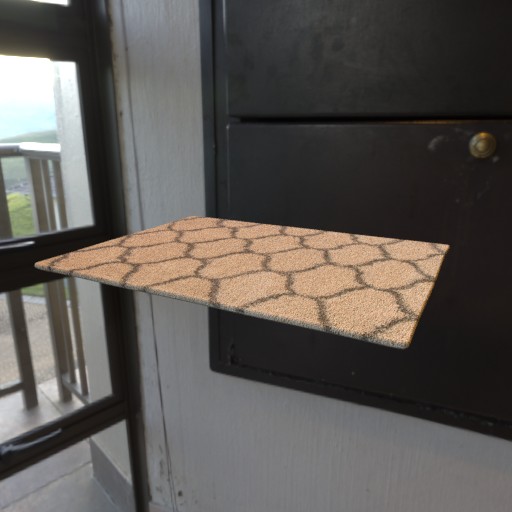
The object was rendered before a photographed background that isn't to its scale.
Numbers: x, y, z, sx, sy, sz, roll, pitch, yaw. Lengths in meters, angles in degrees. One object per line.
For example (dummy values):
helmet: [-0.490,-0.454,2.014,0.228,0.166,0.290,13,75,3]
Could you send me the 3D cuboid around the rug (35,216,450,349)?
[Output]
rug: [0.000,0.000,2.107,1.600,0.025,1.200,9,19,27]
